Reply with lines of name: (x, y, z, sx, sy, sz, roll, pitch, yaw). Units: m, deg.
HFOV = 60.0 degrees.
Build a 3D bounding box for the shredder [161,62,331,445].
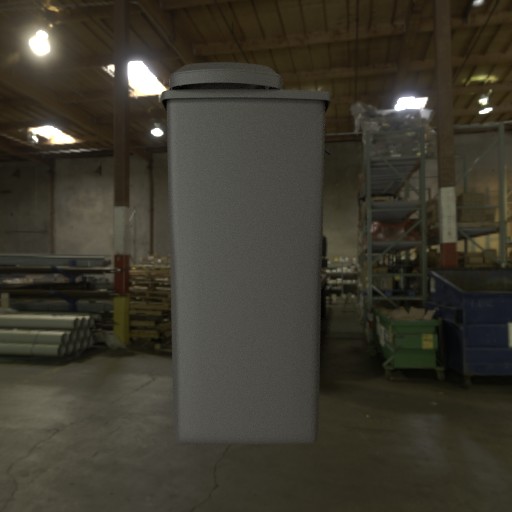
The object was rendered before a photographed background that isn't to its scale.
shredder: (0.000, 0.000, 0.520, 0.170, 0.335, 0.320, 0, -1, -1)
